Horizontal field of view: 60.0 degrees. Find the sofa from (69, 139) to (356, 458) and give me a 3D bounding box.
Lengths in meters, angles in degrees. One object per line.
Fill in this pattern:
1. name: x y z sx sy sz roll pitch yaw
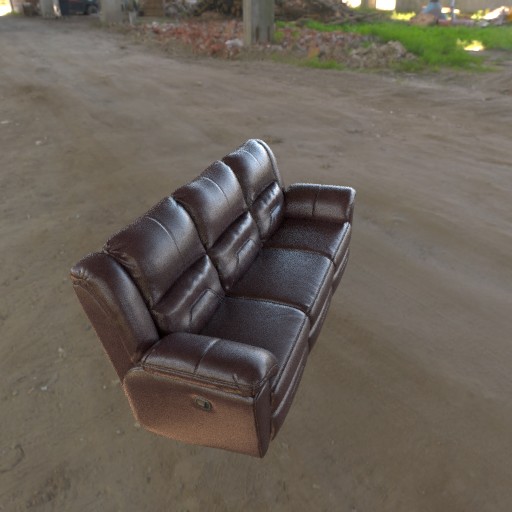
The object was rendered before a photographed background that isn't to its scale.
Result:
1. sofa: 0.000 0.000 2.933 0.991 1.043 2.337 11 32 18
